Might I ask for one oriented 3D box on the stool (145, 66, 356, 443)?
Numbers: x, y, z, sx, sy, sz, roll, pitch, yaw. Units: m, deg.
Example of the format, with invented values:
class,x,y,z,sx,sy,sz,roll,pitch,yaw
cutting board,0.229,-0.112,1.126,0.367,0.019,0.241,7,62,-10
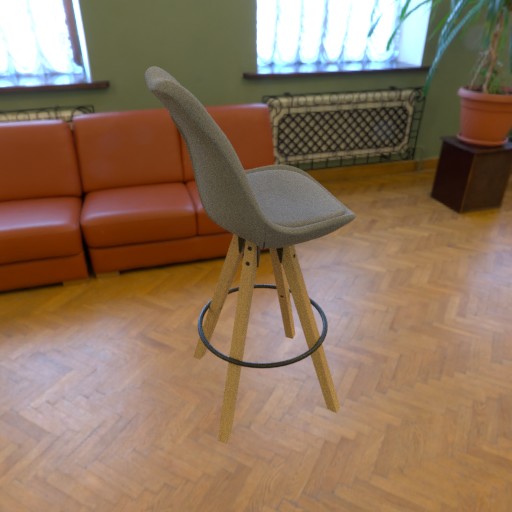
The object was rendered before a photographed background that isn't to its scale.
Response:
class,x,y,z,sx,sy,sz,roll,pitch,yaw
stool,0.000,0.000,1.420,0.550,1.115,0.485,-9,32,-16
